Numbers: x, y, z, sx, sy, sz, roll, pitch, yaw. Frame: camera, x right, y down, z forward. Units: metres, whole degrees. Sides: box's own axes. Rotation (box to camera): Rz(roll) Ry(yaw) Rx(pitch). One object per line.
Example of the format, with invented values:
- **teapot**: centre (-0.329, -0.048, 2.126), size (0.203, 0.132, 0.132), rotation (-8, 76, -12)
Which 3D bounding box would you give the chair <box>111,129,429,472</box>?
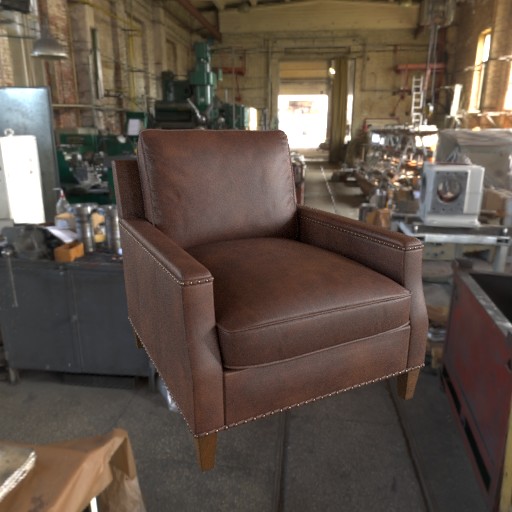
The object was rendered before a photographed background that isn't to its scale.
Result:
- **chair**: centre (0.000, 0.000, 1.684), size (0.853, 0.929, 1.014), rotation (-8, 18, -26)
